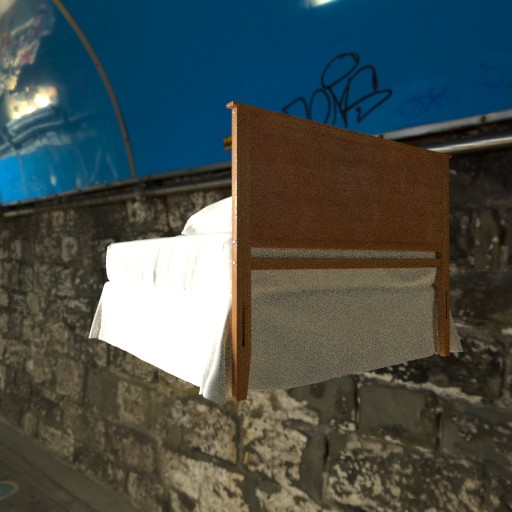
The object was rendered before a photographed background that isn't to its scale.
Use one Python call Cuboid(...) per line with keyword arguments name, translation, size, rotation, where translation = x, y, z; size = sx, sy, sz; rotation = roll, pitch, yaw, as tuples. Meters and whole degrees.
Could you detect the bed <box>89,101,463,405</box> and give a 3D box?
Cuboid(name="bed", translation=(0.000, 0.000, 3.148), size=(1.870, 1.273, 2.035), rotation=(1, -1, -35))
